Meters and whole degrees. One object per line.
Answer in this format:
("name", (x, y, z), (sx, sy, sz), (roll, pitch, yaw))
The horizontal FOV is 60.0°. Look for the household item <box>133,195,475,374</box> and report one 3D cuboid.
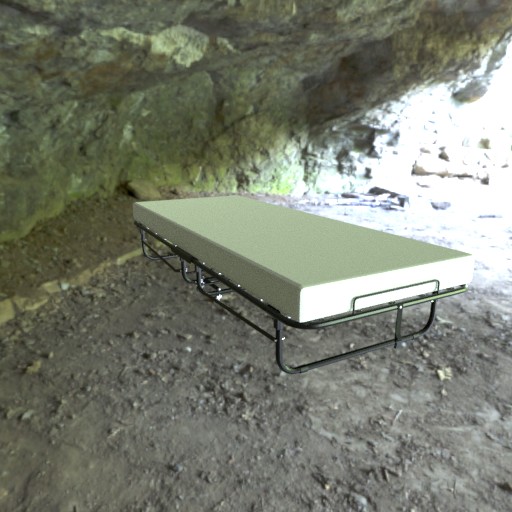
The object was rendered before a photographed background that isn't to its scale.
("household item", (0.000, 0.000, 2.206), (0.787, 0.356, 1.905), (-8, 17, -28))
